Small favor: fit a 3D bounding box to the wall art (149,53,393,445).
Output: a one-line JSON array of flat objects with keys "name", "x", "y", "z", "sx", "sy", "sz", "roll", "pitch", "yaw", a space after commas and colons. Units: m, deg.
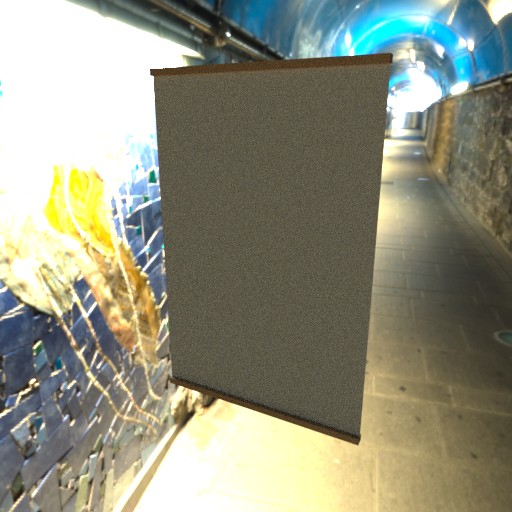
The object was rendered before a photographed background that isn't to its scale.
[{"name": "wall art", "x": 0.000, "y": 0.000, "z": 1.266, "sx": 0.669, "sy": 1.020, "sz": 0.027, "roll": 9, "pitch": 19, "yaw": 27}]
